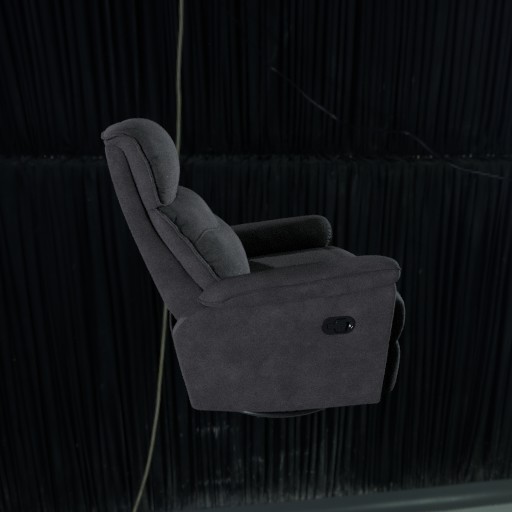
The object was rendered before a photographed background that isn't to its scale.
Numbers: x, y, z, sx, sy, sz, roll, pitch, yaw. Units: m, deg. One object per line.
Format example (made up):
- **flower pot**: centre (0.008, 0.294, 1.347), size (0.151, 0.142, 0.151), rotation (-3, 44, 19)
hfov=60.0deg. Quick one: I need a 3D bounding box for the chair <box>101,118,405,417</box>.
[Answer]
- **chair**: centre (0.000, 0.000, 1.745), size (1.009, 1.035, 0.830), rotation (-3, 17, -10)
